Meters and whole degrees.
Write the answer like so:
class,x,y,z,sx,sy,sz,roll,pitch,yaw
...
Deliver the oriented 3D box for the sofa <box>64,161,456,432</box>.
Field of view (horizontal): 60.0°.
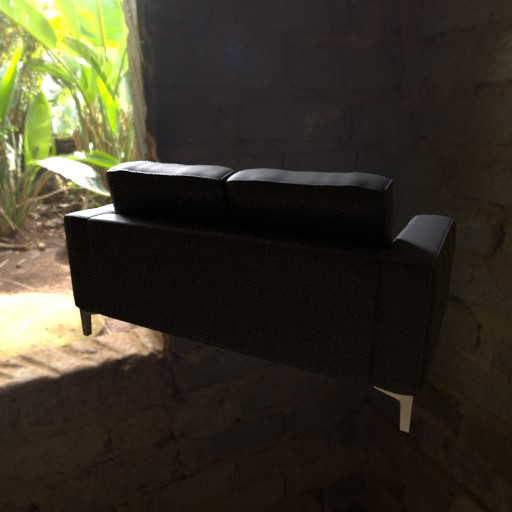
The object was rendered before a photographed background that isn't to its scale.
class,x,y,z,sx,sy,sz,roll,pitch,yaw
sofa,0.000,0.000,2.160,1.726,0.893,0.833,9,19,26
